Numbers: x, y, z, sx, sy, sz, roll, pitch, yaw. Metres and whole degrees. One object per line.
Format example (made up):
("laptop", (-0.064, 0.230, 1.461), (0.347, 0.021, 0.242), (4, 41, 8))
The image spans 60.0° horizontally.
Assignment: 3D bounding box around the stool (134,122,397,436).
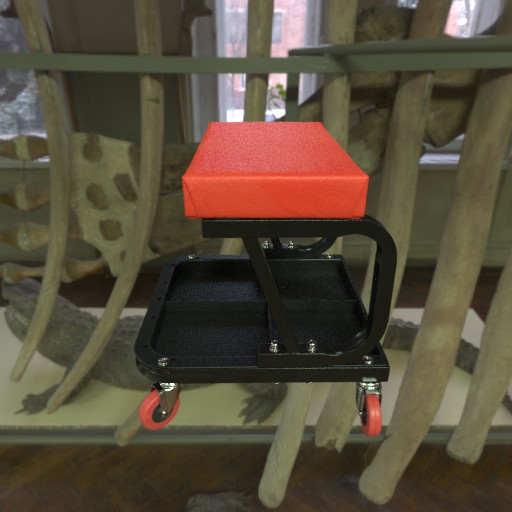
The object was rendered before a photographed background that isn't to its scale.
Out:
("stool", (0.000, 0.000, 0.740), (0.371, 0.380, 0.446), (0, 26, -1))
